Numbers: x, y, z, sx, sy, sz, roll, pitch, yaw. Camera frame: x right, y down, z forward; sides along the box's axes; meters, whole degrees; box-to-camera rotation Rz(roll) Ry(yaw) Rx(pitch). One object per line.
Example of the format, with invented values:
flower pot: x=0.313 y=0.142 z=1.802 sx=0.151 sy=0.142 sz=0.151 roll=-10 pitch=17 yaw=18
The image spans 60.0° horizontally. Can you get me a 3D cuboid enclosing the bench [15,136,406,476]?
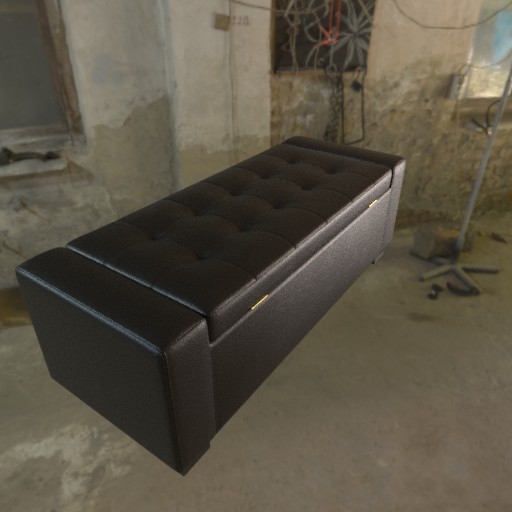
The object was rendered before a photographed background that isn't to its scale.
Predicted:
bench: x=0.000 y=0.000 z=1.479 sx=0.508 sy=0.445 sz=1.296 roll=21 pitch=37 yaw=30
